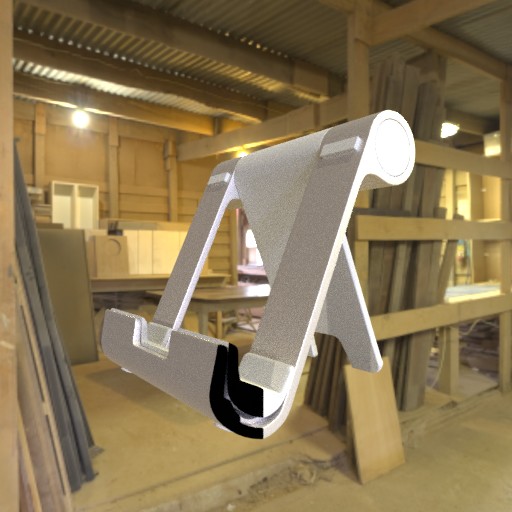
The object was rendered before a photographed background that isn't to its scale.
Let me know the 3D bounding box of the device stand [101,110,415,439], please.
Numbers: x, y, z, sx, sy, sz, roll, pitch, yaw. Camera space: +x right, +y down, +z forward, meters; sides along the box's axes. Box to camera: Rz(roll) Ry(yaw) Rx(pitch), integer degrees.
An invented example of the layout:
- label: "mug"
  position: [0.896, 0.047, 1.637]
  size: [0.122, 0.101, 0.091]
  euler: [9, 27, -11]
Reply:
- label: "device stand"
  position: [0.000, 0.000, 0.152]
  size: [0.079, 0.084, 0.086]
  euler: [0, 0, -36]
